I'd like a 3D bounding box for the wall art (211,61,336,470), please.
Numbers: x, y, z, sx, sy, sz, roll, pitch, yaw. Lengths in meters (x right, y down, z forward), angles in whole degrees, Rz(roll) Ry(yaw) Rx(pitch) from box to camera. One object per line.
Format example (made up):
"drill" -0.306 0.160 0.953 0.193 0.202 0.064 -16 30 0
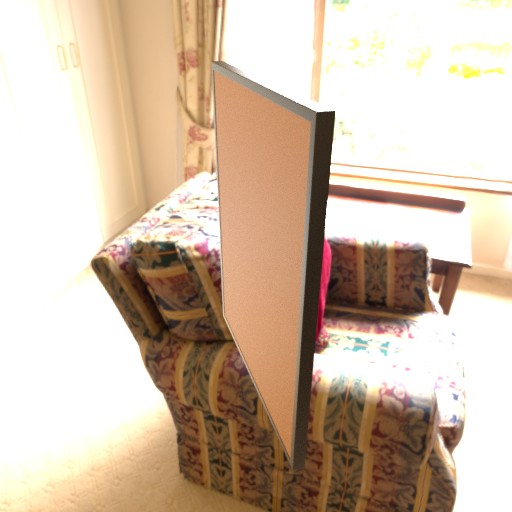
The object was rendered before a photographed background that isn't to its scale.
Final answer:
"wall art" 0.000 0.000 1.415 0.039 1.061 0.804 -10 32 -16
